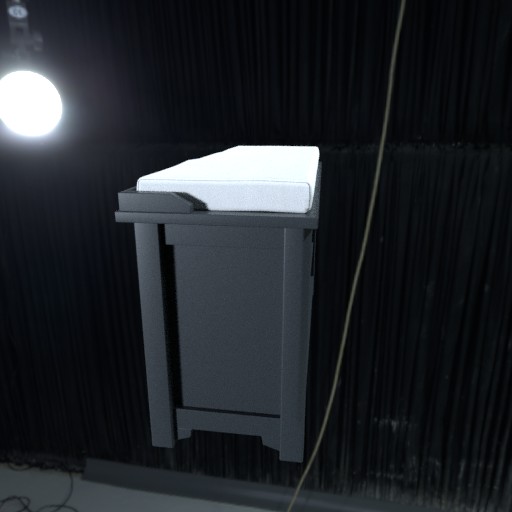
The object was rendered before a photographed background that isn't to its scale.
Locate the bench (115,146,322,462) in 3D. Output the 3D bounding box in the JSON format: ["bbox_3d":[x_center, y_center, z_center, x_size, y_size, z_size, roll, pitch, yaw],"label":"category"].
[{"bbox_3d":[0.000,0.000,1.257,0.345,0.561,0.973,2,17,8],"label":"bench"}]
